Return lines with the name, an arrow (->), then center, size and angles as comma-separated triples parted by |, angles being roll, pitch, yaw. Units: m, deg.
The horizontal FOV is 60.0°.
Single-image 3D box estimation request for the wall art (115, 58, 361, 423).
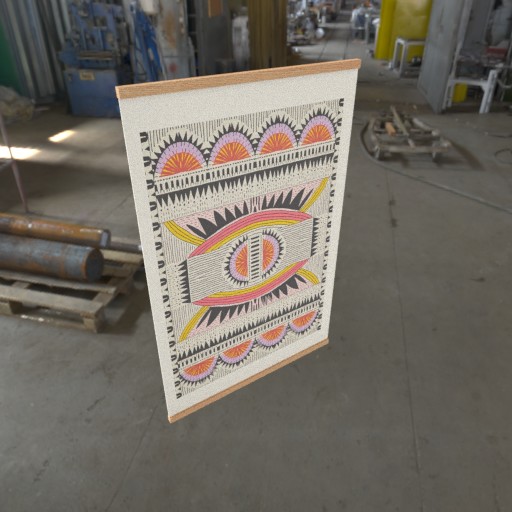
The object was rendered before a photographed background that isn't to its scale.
wall art -> 0.000, 0.000, 1.964 | 0.999, 1.533, 0.028 | -19, 37, -28
